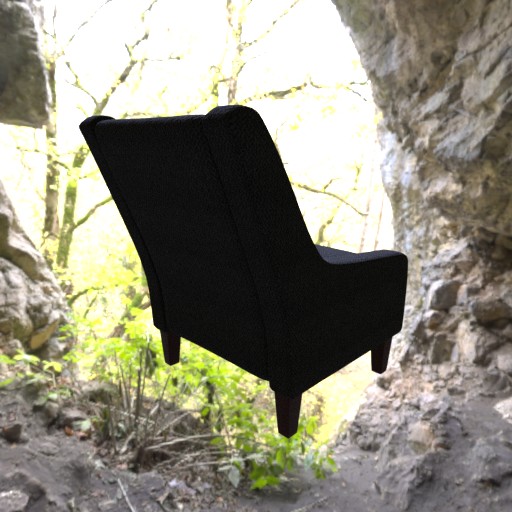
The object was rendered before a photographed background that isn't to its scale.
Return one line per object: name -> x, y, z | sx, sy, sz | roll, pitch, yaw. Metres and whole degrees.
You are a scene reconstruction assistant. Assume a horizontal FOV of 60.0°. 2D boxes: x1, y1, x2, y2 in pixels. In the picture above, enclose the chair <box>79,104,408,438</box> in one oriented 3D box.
chair -> 0.000, 0.000, 1.678 | 0.944, 1.012, 0.793 | -14, 20, -43
